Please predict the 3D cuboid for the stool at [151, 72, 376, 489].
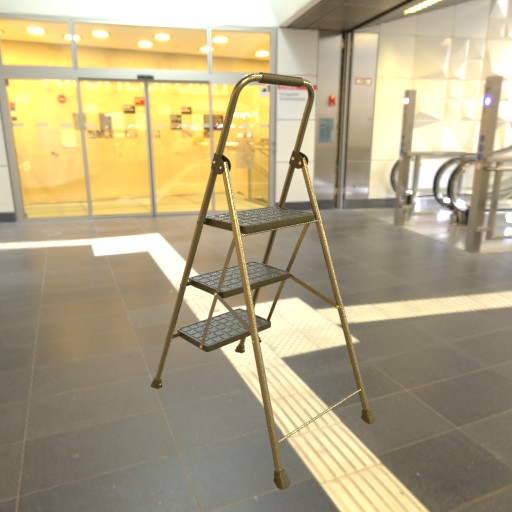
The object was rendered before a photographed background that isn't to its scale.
[{"bbox_3d":[0.000,0.000,1.496,0.473,1.121,0.733,-14,20,-41],"label":"stool"}]
